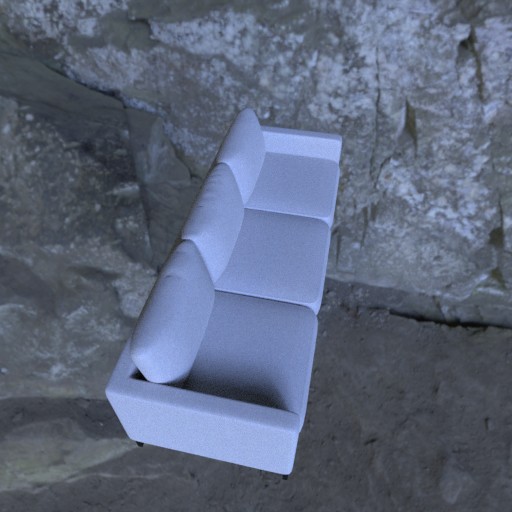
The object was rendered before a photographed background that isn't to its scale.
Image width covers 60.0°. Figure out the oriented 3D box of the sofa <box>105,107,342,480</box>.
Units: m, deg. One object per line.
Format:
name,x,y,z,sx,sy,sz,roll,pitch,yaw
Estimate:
sofa,0.000,0.000,2.706,0.859,0.874,2.218,9,48,8
